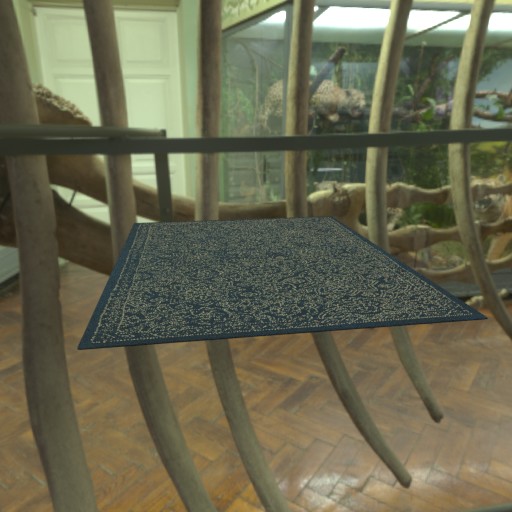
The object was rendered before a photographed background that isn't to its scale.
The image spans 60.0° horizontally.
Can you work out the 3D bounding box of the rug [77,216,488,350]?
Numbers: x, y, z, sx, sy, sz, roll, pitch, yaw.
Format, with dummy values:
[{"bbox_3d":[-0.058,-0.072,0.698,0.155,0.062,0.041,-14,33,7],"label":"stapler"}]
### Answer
[{"bbox_3d":[0.000,0.000,3.997,2.438,0.010,3.048,-3,17,-9],"label":"rug"}]
